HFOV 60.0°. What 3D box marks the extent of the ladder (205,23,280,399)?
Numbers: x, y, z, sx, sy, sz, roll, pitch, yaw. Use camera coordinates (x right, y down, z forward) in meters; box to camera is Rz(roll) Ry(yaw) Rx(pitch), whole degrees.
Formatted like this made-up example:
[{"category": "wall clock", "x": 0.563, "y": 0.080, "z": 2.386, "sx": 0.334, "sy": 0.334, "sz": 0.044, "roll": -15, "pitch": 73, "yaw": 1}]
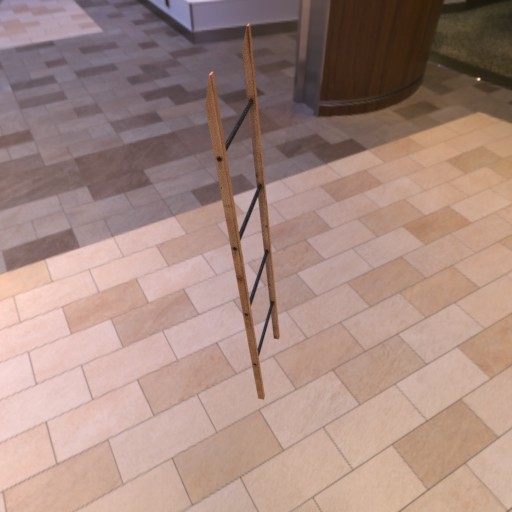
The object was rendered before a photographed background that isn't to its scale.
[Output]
[{"category": "ladder", "x": 0.000, "y": 0.000, "z": 2.003, "sx": 0.200, "sy": 1.805, "sz": 0.442, "roll": 10, "pitch": 46, "yaw": 10}]
